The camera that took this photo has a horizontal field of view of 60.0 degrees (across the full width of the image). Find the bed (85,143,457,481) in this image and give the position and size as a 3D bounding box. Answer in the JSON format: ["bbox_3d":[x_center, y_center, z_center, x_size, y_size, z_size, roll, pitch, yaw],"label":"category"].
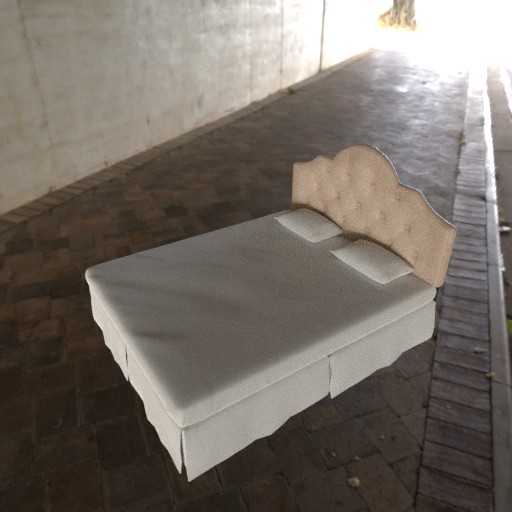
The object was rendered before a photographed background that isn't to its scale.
[{"bbox_3d":[0.000,0.000,2.962,1.970,1.194,1.667,-19,35,-29],"label":"bed"}]
